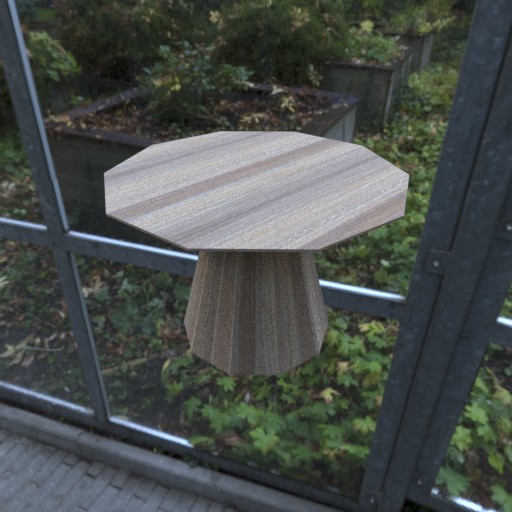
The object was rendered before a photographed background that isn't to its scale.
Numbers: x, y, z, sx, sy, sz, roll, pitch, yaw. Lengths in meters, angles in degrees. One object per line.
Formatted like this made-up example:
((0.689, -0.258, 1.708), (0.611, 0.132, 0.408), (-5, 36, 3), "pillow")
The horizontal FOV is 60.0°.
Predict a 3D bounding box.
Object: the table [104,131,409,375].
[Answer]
((0.000, 0.000, 1.922), (1.186, 0.752, 1.186), (0, 32, 0), "table")
